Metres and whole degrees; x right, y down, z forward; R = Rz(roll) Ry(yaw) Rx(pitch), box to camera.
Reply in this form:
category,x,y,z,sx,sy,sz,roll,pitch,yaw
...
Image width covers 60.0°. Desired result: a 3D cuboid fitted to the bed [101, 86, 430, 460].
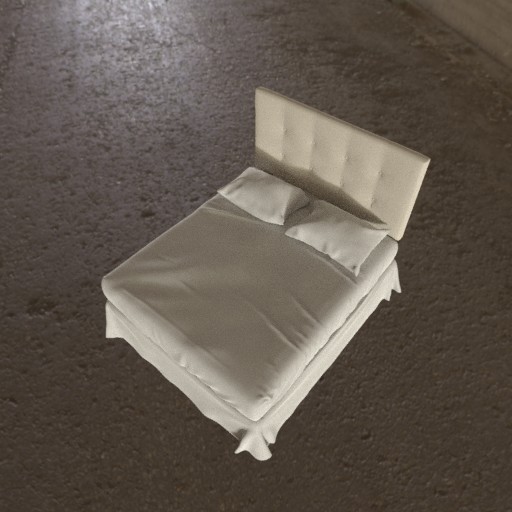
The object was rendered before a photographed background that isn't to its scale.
category,x,y,z,sx,sy,sz,roll,pitch,yaw
bed,0.000,0.000,3.637,1.936,1.577,2.222,32,56,25
